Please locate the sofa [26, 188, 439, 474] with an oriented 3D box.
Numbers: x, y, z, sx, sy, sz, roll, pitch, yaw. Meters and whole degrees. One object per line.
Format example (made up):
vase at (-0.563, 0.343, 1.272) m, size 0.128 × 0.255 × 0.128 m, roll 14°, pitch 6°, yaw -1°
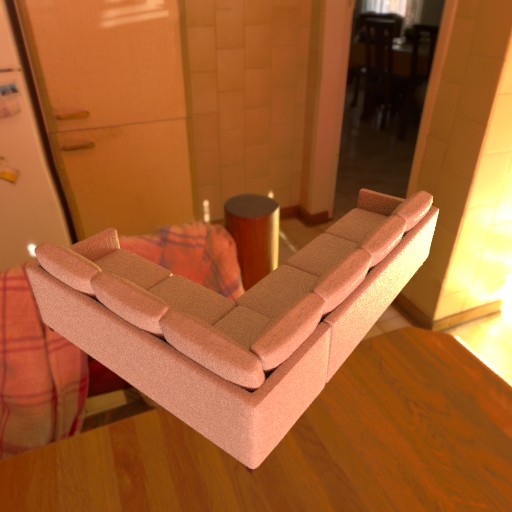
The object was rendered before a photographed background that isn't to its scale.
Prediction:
sofa at (0.000, 0.000, 4.396) m, size 2.522 × 0.934 × 3.333 m, roll 22°, pitch 38°, yaw 31°
